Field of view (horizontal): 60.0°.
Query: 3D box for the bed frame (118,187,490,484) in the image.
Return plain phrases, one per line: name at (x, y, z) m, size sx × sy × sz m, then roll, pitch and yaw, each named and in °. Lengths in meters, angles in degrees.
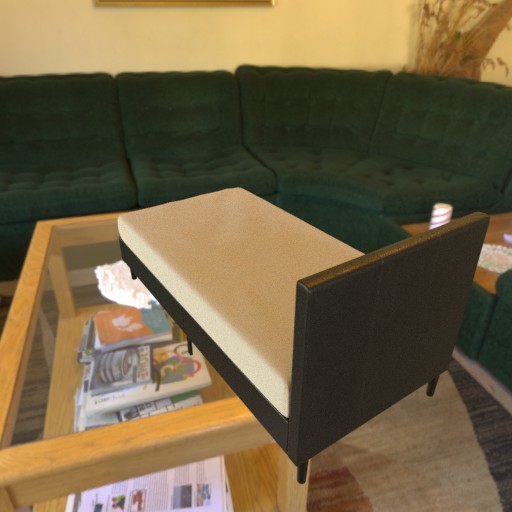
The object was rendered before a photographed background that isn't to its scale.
bed frame at (0.000, 0.000, 2.515) m, size 1.038 × 1.046 × 2.152 m, roll -18°, pitch 34°, yaw -29°
